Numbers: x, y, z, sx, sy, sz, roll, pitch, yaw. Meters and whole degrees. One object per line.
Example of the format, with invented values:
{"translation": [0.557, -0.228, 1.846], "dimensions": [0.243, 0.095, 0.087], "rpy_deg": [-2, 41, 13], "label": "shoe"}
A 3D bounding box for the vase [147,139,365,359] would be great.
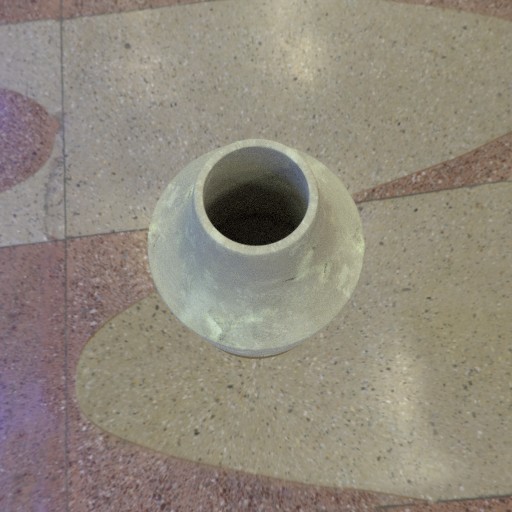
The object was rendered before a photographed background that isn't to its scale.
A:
{"translation": [0.000, 0.000, 0.425], "dimensions": [0.184, 0.305, 0.184], "rpy_deg": [0, 75, 0], "label": "vase"}
